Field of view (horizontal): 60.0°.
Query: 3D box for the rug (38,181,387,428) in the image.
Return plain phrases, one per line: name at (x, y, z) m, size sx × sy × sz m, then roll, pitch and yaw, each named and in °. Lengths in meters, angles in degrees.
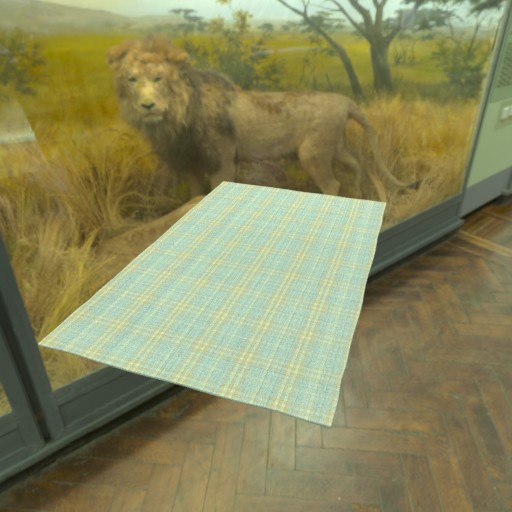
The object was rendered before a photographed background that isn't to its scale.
rug at (0.000, 0.000, 3.070) m, size 1.545 × 0.016 × 2.460 m, roll 10°, pitch 32°, yaw 17°
